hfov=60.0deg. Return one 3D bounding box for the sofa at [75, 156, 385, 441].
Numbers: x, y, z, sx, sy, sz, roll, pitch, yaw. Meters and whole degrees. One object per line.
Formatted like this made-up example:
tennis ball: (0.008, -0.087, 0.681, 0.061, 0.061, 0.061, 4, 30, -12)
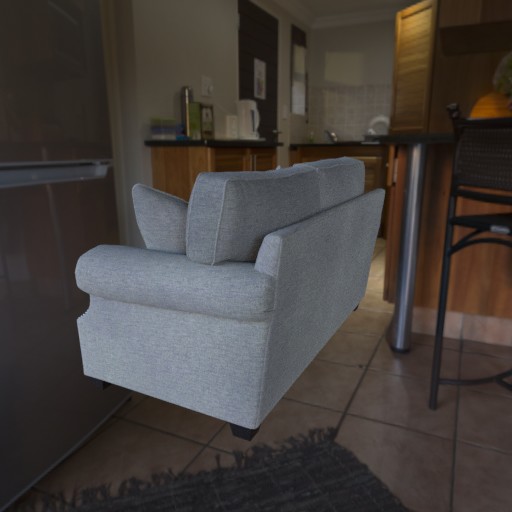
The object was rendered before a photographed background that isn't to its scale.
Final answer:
sofa: (0.000, 0.000, 2.299, 0.966, 0.966, 1.701, 8, 17, 26)
